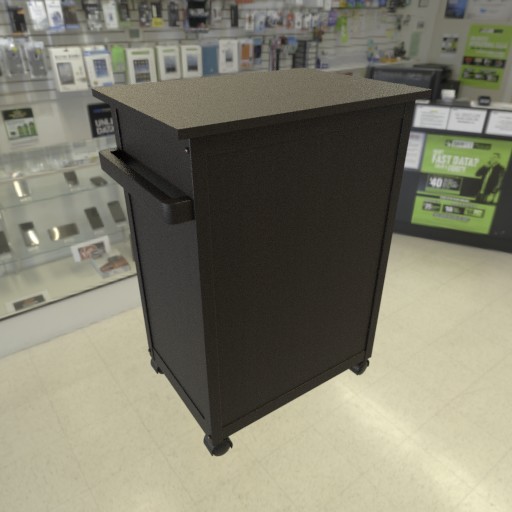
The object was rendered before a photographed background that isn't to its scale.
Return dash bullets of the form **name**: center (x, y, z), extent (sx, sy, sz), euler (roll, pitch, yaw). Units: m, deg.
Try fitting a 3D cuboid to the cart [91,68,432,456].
- **cart**: center (0.000, 0.000, 1.232), extent (0.660, 0.879, 0.456), euler (-19, 35, -29)
